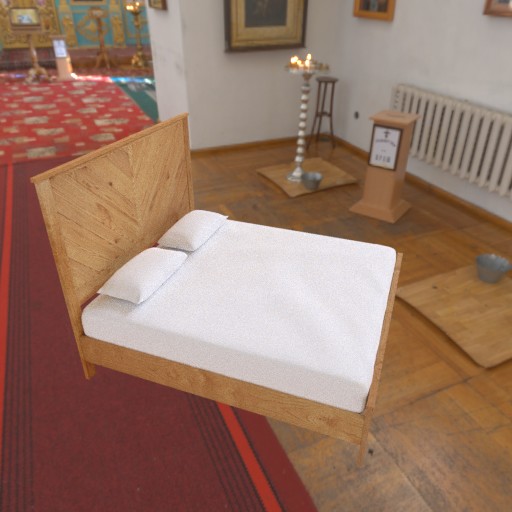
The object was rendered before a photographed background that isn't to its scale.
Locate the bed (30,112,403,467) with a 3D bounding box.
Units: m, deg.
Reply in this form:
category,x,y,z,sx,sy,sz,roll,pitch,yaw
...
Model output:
category,x,y,z,sx,sy,sz,roll,pitch,yaw
bed,0.000,0.000,4.090,2.530,1.938,2.225,11,32,18
